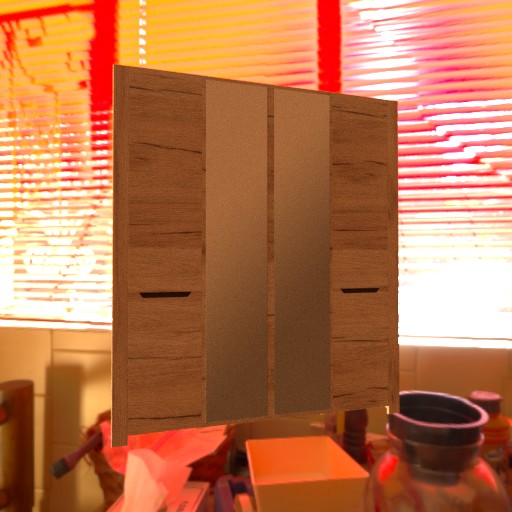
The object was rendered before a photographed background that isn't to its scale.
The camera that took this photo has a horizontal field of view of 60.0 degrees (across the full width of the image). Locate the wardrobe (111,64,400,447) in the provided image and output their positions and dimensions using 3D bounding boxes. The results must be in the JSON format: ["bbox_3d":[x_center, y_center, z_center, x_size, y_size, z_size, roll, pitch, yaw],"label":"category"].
[{"bbox_3d":[0.000,0.000,2.934,1.810,2.070,0.580,0,-1,-18],"label":"wardrobe"}]
